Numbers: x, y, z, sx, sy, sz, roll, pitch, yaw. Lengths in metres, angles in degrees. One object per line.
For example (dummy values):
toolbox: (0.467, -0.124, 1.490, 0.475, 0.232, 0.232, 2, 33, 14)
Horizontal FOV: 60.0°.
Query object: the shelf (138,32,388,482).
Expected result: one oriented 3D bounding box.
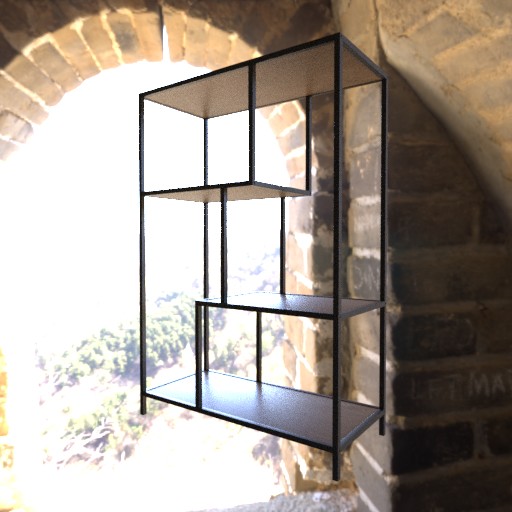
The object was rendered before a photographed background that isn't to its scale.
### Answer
shelf: (0.000, 0.000, 1.487, 0.770, 1.138, 0.350, 1, 2, 36)
